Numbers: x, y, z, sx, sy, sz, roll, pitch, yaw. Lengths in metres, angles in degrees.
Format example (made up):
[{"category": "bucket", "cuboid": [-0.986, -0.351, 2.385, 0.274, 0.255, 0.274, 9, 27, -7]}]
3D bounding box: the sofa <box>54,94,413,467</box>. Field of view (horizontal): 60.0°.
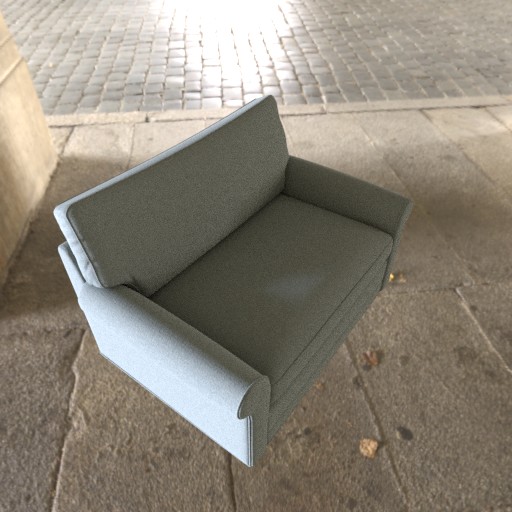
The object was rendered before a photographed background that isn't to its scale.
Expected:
[{"category": "sofa", "cuboid": [0.000, 0.000, 2.030, 0.940, 0.953, 1.410, 26, 48, 26]}]
